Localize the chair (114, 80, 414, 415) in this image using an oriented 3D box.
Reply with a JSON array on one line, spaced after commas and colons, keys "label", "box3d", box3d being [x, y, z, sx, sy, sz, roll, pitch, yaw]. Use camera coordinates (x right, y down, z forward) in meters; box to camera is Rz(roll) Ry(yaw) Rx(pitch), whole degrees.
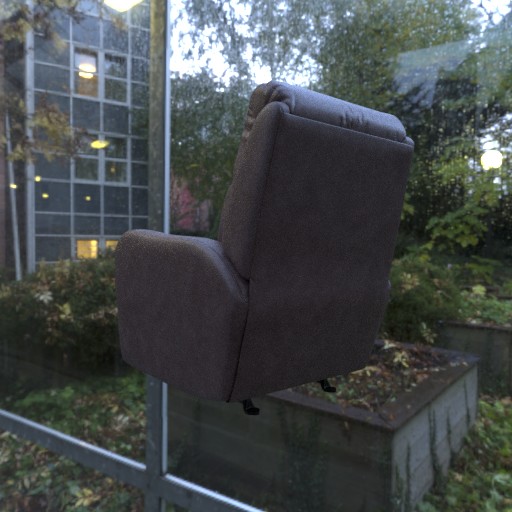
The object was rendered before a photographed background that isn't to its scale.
[{"label": "chair", "box3d": [0.000, 0.000, 1.832, 0.865, 1.067, 1.067, 0, 1, -38]}]
